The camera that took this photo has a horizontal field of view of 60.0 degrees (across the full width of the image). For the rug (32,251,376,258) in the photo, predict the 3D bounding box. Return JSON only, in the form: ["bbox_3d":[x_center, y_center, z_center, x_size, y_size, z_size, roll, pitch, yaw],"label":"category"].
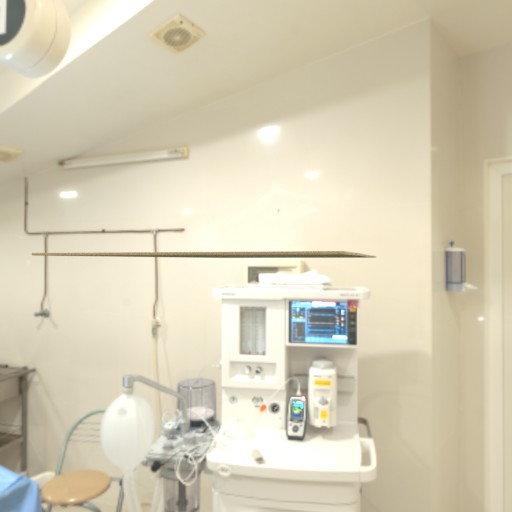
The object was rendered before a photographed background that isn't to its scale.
[{"bbox_3d":[0.000,0.000,3.106,1.540,0.012,2.448,0,-1,18],"label":"rug"}]
